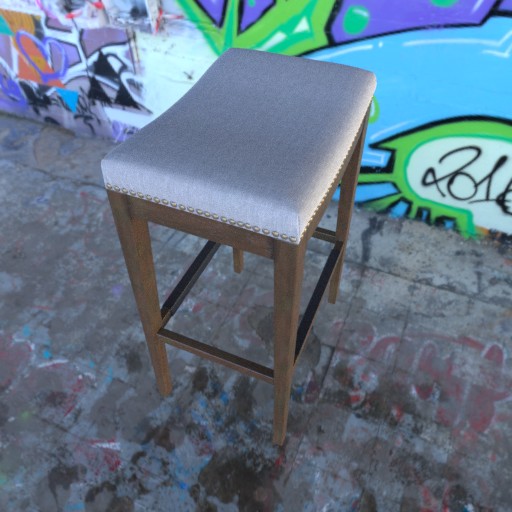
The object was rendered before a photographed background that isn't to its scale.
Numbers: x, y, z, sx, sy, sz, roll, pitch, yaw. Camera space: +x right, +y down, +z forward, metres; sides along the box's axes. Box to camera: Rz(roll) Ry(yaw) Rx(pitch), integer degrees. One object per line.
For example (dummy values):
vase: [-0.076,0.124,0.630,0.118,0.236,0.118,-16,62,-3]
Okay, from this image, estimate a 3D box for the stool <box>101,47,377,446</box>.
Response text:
stool: [0.000,0.000,1.047,0.356,0.762,0.508,17,49,15]
